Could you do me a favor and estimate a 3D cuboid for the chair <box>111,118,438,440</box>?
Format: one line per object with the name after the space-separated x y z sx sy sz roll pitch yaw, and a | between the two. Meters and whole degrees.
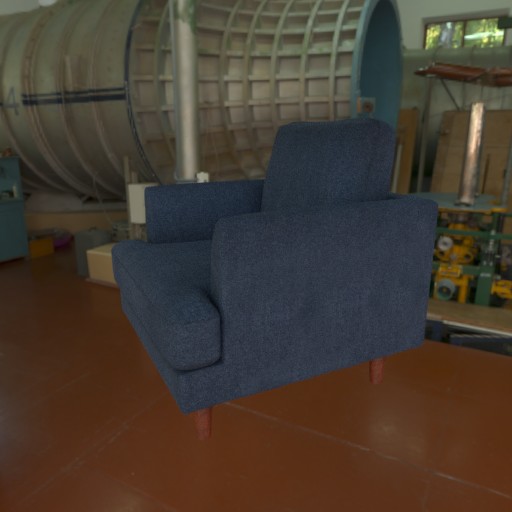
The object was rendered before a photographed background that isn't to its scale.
0.000 0.000 1.609 0.899 0.957 0.858 -8 17 -26 | chair
